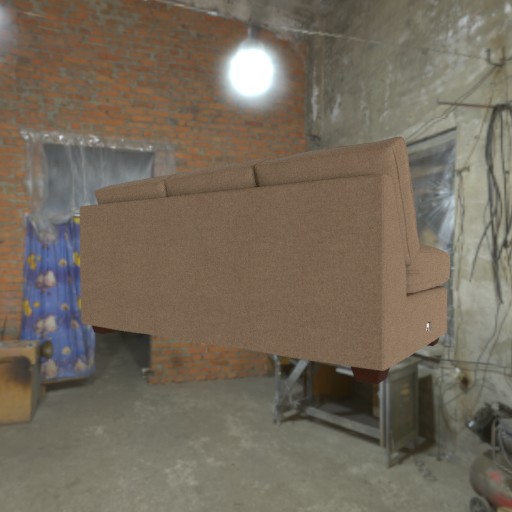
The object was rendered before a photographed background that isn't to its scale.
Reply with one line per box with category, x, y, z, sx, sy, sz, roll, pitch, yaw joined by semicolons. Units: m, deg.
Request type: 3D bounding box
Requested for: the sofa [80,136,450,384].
sofa;0.000;0.000;2.775;2.092;1.036;1.127;0;0;36
